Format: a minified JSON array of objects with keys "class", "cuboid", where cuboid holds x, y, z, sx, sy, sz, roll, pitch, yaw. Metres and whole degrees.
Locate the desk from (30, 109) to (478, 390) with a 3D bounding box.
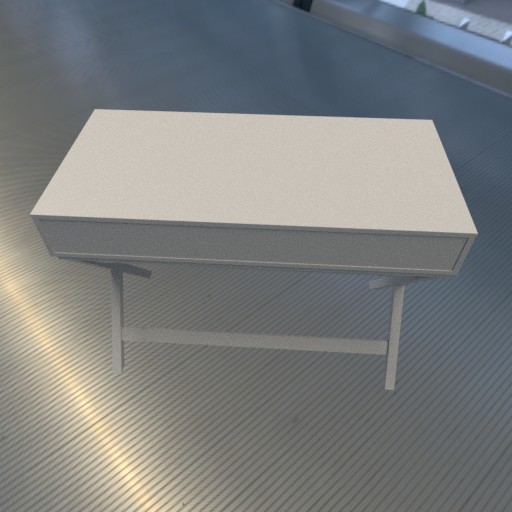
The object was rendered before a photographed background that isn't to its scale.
[{"class":"desk","cuboid":[0.000,0.000,1.506,1.057,0.780,0.525,3,47,2]}]
